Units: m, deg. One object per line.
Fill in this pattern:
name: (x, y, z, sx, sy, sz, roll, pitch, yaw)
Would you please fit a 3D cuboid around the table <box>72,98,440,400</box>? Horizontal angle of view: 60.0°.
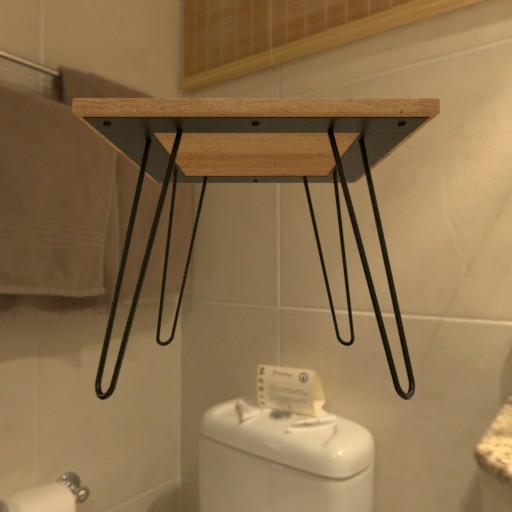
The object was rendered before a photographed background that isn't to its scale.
table: (0.000, 0.000, 1.013, 0.599, 0.500, 0.599, 0, -1, 0)
